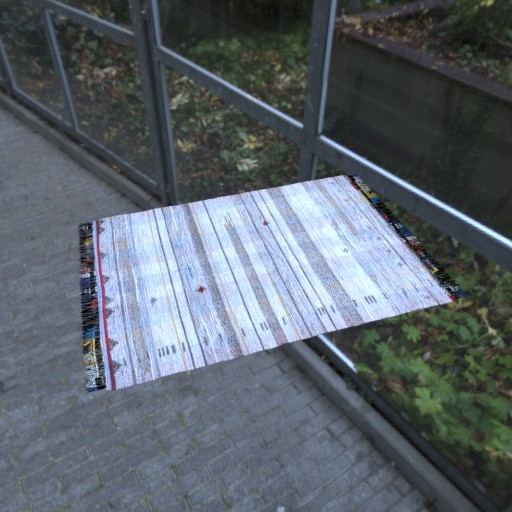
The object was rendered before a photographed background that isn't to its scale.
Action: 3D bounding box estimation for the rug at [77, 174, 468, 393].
[{"bbox_3d":[0.000,0.000,2.407,1.848,0.012,1.217,-12,43,-13],"label":"rug"}]
